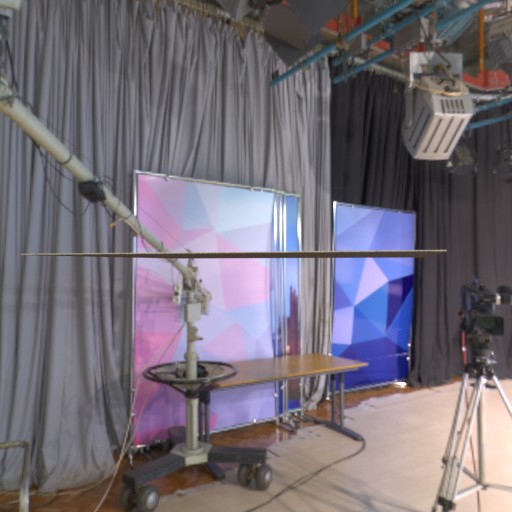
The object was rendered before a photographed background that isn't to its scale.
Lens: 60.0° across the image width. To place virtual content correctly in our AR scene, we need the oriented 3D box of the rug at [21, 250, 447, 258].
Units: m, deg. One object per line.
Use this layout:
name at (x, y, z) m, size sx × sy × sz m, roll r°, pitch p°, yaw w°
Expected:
rug at (0.000, 0.000, 4.066) m, size 3.036 × 0.008 × 2.440 m, roll 0°, pitch -1°, yaw 19°
